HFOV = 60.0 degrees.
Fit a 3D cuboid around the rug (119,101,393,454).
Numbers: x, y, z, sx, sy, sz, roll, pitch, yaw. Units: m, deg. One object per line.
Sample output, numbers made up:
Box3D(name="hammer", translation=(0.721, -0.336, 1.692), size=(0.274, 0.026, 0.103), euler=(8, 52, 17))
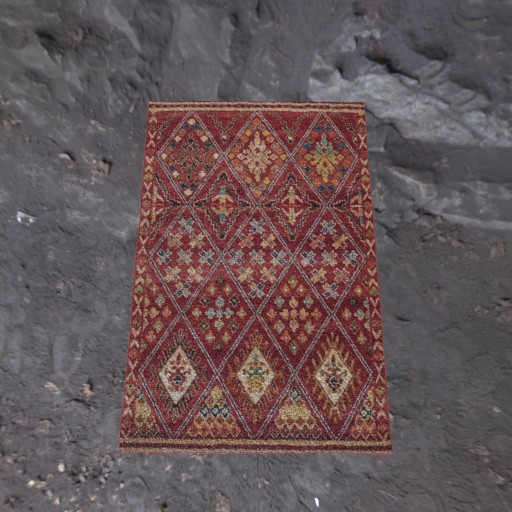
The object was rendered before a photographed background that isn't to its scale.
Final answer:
Box3D(name="rug", translation=(0.000, 0.000, 2.786), size=(1.521, 0.026, 2.286), euler=(0, 73, 0))
